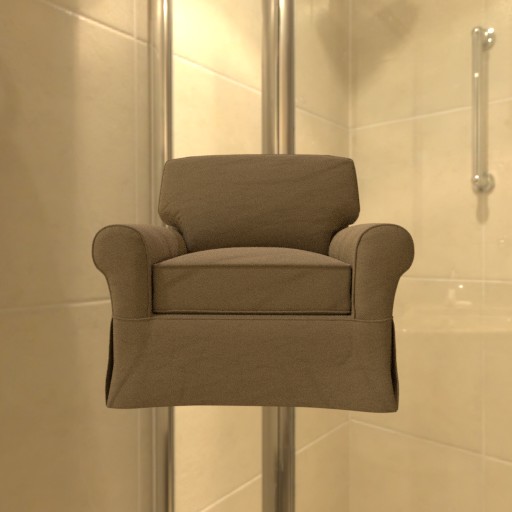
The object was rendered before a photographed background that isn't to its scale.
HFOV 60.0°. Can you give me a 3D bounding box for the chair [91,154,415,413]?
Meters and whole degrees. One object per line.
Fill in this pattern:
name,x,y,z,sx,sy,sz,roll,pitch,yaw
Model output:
chair,0.000,0.000,1.940,1.135,1.017,0.988,0,1,2
